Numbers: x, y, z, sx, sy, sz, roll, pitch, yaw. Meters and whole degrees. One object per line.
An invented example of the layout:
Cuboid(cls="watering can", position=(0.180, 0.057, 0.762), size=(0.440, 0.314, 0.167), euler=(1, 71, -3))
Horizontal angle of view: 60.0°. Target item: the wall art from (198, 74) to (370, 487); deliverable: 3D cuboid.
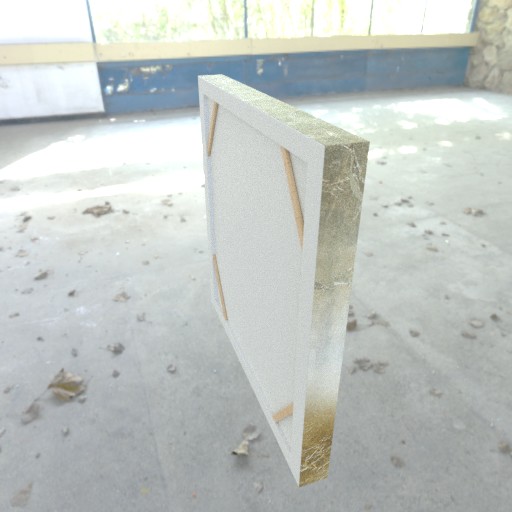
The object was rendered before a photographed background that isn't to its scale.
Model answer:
Cuboid(cls="wall art", position=(0.000, 0.000, 0.596), size=(0.038, 0.407, 0.405), euler=(-10, 31, -17))
